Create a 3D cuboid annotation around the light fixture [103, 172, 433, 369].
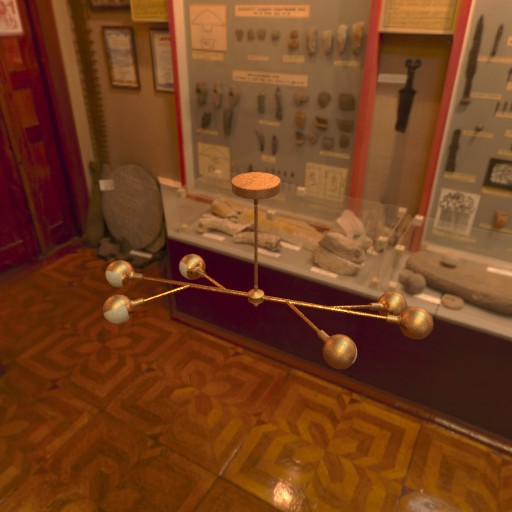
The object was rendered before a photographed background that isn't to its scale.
[{"bbox_3d":[0.000,0.000,1.009,0.778,0.362,0.434,17,35,27],"label":"light fixture"}]
